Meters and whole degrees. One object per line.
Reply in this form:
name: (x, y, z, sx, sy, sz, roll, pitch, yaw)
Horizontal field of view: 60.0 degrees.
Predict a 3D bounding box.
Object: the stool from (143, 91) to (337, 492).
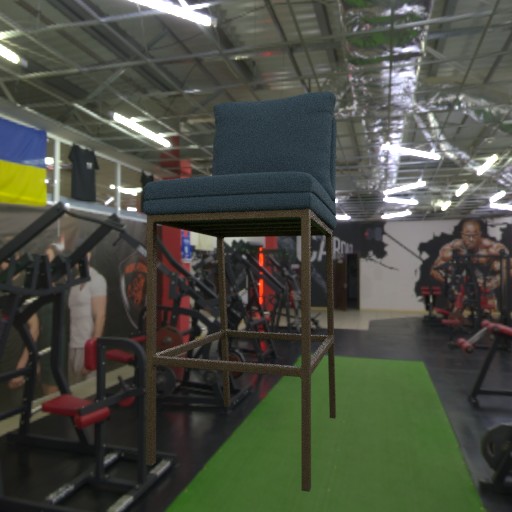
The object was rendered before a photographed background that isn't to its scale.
stool: (0.000, 0.000, 1.380, 0.463, 1.124, 0.568, 0, -1, 18)
